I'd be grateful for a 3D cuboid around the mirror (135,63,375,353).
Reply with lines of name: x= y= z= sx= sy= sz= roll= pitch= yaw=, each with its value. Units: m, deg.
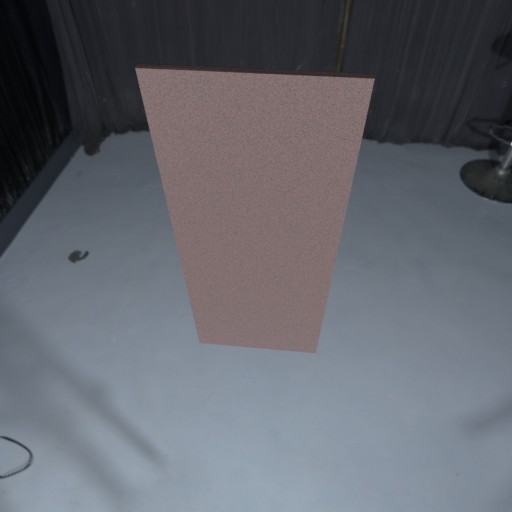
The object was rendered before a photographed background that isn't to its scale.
mirror: x=0.000 y=0.000 z=2.300 sx=0.812 sy=2.020 sz=0.221 roll=4 pitch=46 yaw=4
